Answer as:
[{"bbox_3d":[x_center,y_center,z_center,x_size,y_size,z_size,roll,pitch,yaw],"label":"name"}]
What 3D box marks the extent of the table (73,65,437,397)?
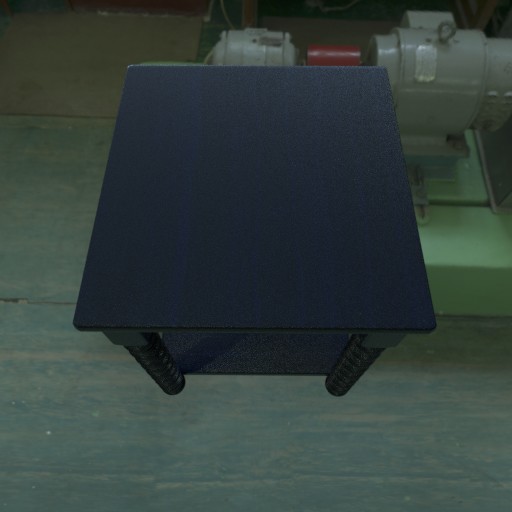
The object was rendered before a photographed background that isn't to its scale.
[{"bbox_3d":[0.000,0.000,0.976,0.500,0.567,0.533,0,62,0],"label":"table"}]
